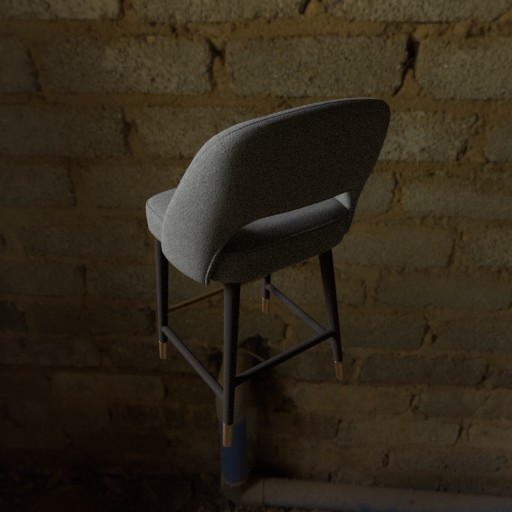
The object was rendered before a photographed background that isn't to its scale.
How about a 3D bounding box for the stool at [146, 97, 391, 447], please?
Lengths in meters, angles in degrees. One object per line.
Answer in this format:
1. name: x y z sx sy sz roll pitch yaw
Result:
1. stool: 0.000 0.000 1.250 0.536 0.925 0.524 -20 36 -29
